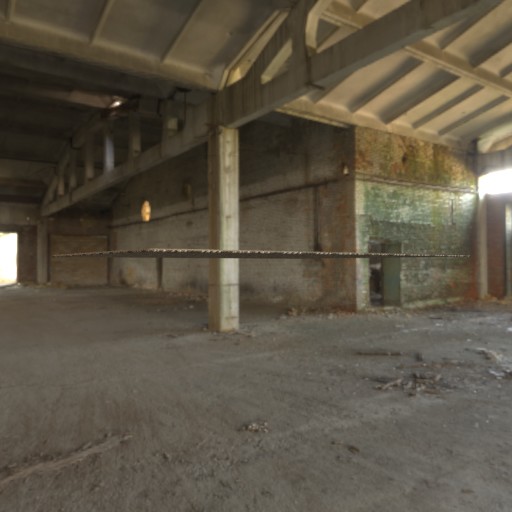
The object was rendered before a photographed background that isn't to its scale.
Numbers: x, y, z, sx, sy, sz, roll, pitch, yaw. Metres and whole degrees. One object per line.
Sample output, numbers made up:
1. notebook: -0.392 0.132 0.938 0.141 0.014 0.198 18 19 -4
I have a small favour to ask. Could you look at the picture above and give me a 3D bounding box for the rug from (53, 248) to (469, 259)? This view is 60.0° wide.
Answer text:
1. rug: 0.000 0.000 3.915 2.902 0.017 2.306 1 -1 -35
